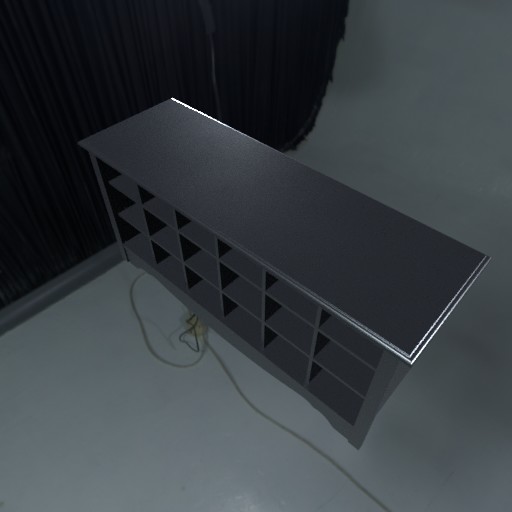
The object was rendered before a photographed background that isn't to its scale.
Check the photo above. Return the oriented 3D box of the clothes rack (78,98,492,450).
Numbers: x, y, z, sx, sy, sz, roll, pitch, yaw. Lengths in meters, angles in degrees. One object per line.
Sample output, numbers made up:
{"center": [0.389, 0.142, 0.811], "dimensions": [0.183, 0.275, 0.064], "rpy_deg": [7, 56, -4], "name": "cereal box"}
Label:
{"center": [0.000, 0.000, 1.475], "dimensions": [1.219, 0.556, 0.406], "rpy_deg": [33, 55, 27], "name": "clothes rack"}
